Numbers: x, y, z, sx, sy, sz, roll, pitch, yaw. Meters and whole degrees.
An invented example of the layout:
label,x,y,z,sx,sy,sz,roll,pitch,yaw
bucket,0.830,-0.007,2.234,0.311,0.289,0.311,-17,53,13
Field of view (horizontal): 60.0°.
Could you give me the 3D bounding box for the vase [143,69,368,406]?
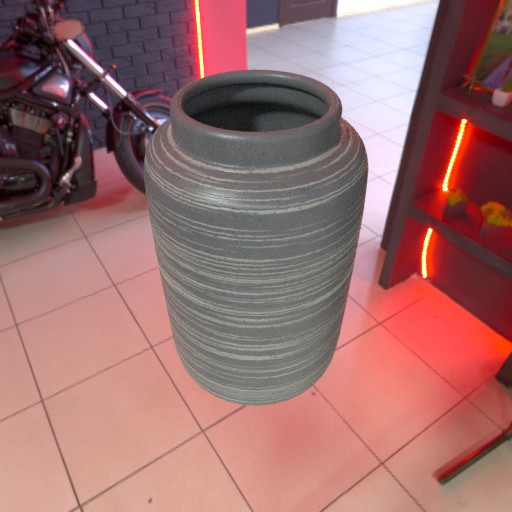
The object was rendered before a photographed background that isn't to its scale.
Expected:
label,x,y,z,sx,sy,sz,roll,pitch,yaw
vase,0.000,0.000,0.688,0.297,0.499,0.297,0,41,0
